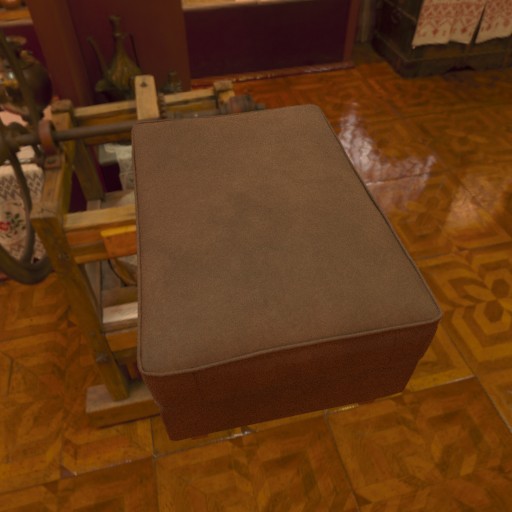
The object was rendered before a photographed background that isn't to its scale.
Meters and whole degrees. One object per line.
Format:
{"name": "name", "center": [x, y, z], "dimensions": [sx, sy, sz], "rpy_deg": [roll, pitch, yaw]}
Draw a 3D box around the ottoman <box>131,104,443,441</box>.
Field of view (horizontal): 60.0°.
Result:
{"name": "ottoman", "center": [0.000, 0.000, 1.215], "dimensions": [0.596, 0.481, 0.860], "rpy_deg": [-9, 48, -8]}
